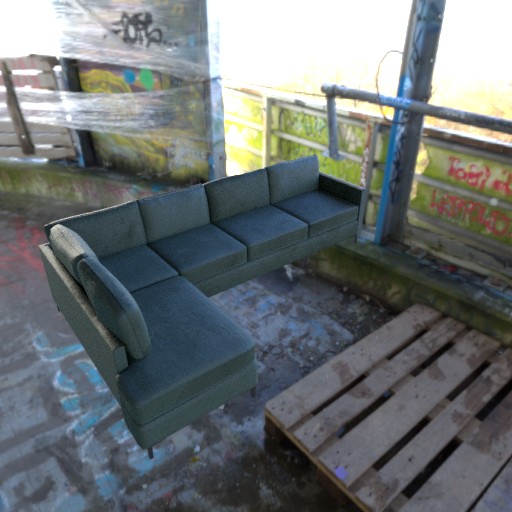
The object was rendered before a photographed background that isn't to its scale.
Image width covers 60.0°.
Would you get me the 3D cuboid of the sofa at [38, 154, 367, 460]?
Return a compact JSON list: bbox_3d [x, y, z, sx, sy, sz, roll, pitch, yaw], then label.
[{"bbox_3d":[0.000,0.000,4.206,3.384,0.996,2.048,-21,36,-32],"label":"sofa"}]
